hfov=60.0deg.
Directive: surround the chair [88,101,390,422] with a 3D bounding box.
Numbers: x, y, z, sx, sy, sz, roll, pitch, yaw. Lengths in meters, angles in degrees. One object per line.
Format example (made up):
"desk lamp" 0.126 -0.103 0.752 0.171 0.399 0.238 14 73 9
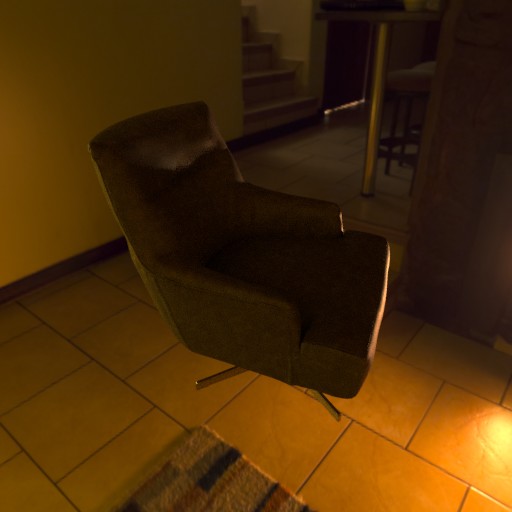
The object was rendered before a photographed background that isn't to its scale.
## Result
"chair" 0.000 0.000 1.501 0.874 0.870 0.738 9 30 17
